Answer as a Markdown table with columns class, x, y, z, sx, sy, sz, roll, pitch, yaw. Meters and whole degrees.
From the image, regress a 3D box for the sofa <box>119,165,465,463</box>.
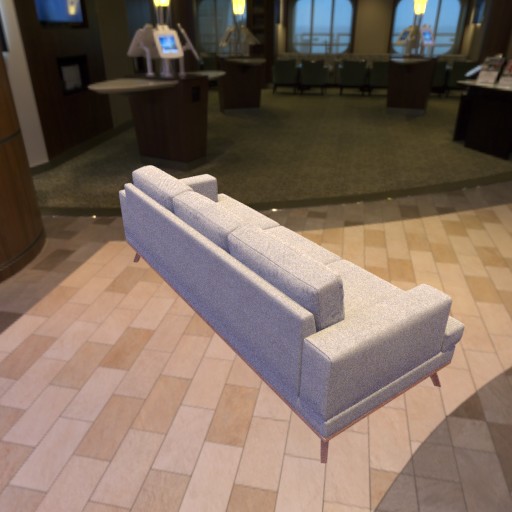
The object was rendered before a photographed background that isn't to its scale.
| class | x | y | z | sx | sy | sz | roll | pitch | yaw |
| --- | --- | --- | --- | --- | --- | --- | --- | --- | --- |
| sofa | 0.000 | 0.000 | 2.761 | 0.920 | 0.810 | 2.310 | -18 | 32 | -30 |
